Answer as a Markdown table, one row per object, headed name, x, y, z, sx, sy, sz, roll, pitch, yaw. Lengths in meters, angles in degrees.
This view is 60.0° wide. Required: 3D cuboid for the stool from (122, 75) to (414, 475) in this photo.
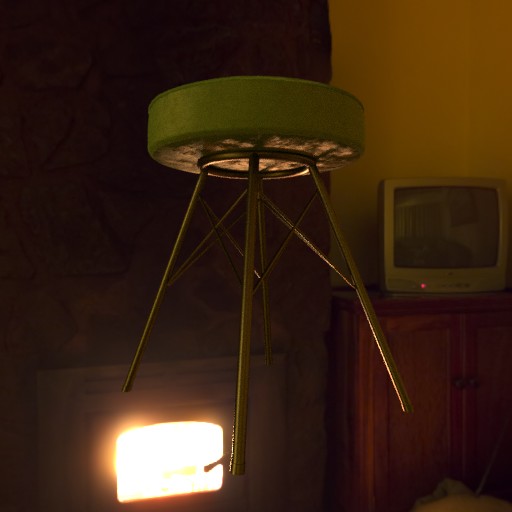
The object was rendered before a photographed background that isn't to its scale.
| name | x | y | z | sx | sy | sz | roll | pitch | yaw |
| --- | --- | --- | --- | --- | --- | --- | --- | --- | --- |
| stool | 0.000 | 0.000 | 0.903 | 0.430 | 0.595 | 0.457 | -1 | 1 | -36 |
